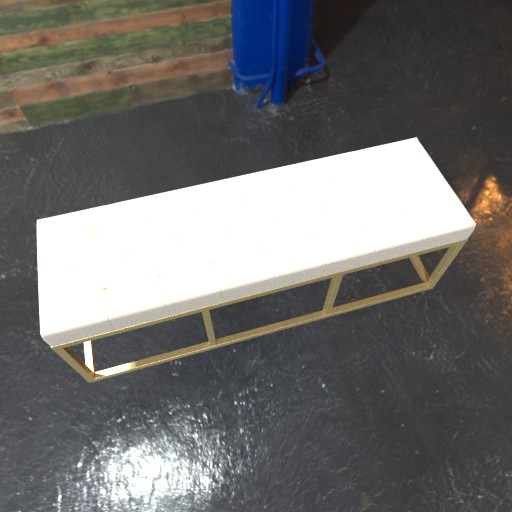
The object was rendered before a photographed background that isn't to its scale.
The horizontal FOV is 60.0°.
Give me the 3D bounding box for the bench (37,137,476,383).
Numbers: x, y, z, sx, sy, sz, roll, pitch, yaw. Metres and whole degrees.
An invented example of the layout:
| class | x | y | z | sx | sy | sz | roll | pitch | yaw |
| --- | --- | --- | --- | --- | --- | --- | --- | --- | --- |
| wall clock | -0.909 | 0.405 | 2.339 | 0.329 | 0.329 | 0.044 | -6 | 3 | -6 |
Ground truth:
| class | x | y | z | sx | sy | sz | roll | pitch | yaw |
| --- | --- | --- | --- | --- | --- | --- | --- | --- | --- |
| bench | 0.000 | 0.000 | 1.726 | 1.473 | 0.484 | 0.457 | -14 | 59 | -9 |
